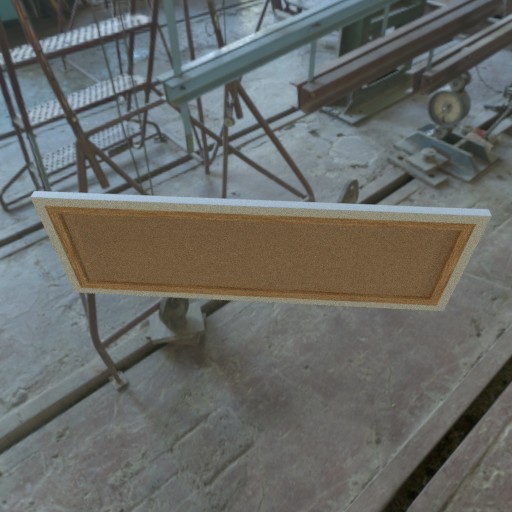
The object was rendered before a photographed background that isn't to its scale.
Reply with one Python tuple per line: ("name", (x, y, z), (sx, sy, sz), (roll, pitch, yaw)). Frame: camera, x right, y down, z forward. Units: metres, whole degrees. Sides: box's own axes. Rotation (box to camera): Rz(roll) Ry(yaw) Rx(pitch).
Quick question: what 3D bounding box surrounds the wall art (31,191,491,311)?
("wall art", (0.000, 0.000, 1.653), (1.520, 0.507, 0.039), (3, 46, 3))
